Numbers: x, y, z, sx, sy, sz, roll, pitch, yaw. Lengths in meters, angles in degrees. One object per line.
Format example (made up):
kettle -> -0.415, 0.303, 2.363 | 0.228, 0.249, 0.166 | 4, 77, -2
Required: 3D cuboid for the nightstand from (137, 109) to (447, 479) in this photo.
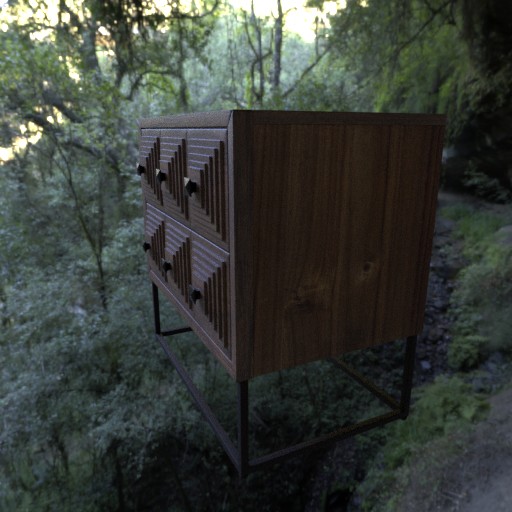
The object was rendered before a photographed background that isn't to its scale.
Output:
nightstand -> 0.000, 0.000, 1.017 | 0.437, 0.610, 0.610 | -8, 18, -25
